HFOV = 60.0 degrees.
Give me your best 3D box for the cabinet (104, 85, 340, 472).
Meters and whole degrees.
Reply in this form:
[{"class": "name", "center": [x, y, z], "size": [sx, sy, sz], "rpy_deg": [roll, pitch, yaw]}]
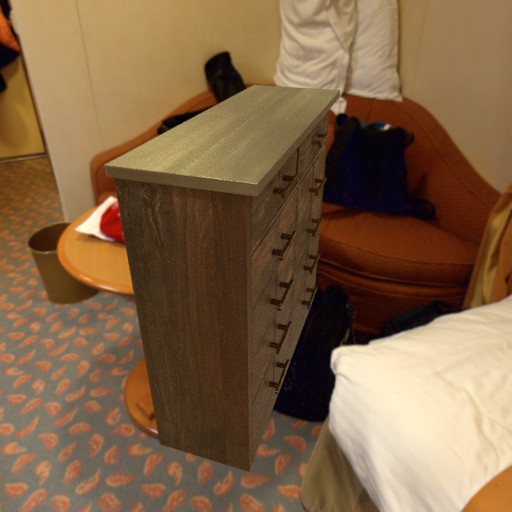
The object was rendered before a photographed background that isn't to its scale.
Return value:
[{"class": "cabinet", "center": [0.000, 0.000, 1.495], "size": [0.338, 0.919, 0.968], "rpy_deg": [10, 32, 16]}]
